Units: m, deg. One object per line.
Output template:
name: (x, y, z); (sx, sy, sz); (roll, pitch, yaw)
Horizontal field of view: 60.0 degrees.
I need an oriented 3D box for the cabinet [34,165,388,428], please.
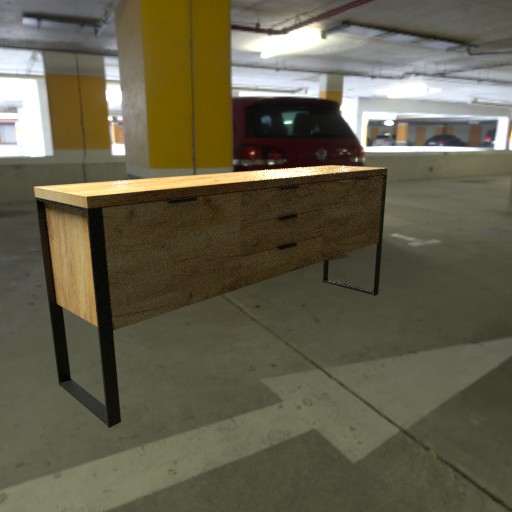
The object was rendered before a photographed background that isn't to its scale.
cabinet: (0.000, 0.000, 2.118); (0.395, 0.762, 1.800); (13, 20, 42)
